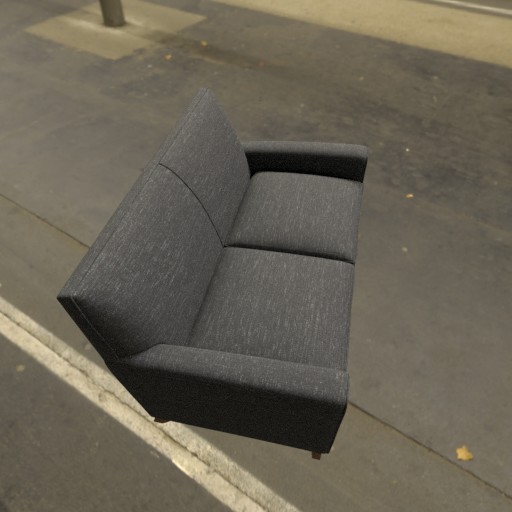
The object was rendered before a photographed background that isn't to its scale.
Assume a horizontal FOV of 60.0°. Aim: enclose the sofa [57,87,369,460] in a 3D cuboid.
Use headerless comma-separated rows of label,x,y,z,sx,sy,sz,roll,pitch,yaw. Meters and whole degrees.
sofa,0.000,0.000,1.945,0.875,0.846,1.420,9,46,9
